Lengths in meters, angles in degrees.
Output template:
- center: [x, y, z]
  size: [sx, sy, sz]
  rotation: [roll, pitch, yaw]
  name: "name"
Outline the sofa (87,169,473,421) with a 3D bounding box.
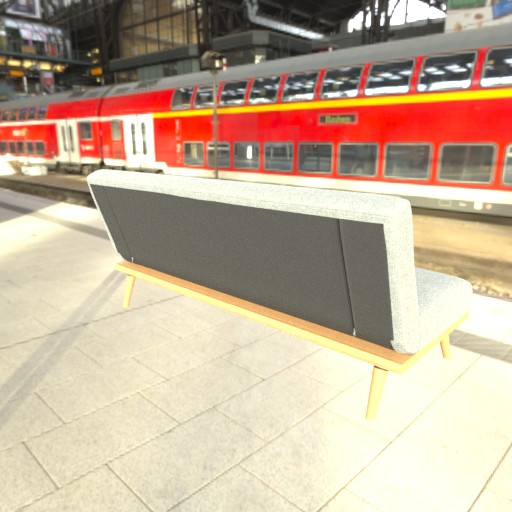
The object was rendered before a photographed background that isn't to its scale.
- center: [0.000, 0.000, 2.189]
  size: [1.820, 0.800, 0.800]
  rotation: [13, 20, 41]
  name: "sofa"
